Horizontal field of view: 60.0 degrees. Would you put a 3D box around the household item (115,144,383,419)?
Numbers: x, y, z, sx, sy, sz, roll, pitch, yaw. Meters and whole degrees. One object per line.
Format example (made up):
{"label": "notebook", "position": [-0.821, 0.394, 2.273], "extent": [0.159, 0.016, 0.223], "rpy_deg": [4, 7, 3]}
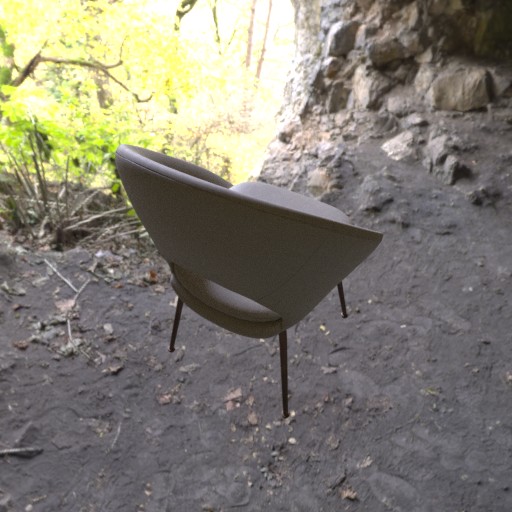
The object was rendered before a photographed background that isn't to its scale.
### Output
{"label": "household item", "position": [0.000, 0.000, 1.247], "extent": [0.623, 0.852, 0.573], "rpy_deg": [23, 49, 22]}
